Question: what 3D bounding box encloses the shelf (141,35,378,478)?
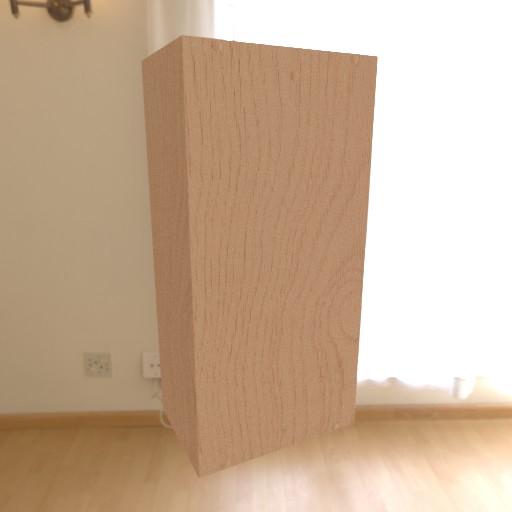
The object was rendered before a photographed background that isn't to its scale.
[{"bbox_3d":[0.000,0.000,0.728,0.290,0.600,0.200,-7,17,-26],"label":"shelf"}]
